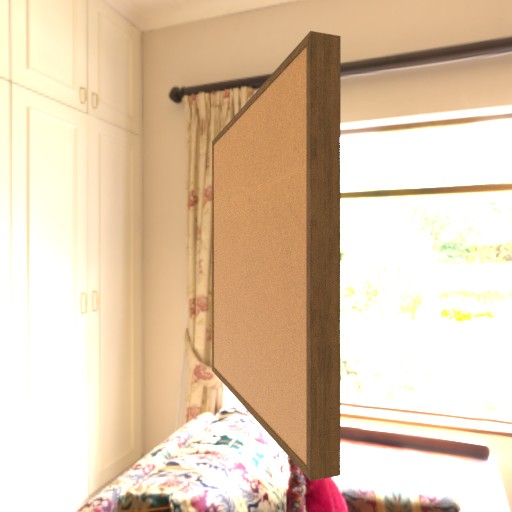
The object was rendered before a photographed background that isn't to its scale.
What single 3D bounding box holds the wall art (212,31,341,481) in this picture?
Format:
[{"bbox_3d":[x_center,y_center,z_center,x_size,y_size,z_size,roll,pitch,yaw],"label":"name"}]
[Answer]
[{"bbox_3d":[0.000,0.000,0.747,0.038,0.508,0.508,0,0,-18],"label":"wall art"}]
